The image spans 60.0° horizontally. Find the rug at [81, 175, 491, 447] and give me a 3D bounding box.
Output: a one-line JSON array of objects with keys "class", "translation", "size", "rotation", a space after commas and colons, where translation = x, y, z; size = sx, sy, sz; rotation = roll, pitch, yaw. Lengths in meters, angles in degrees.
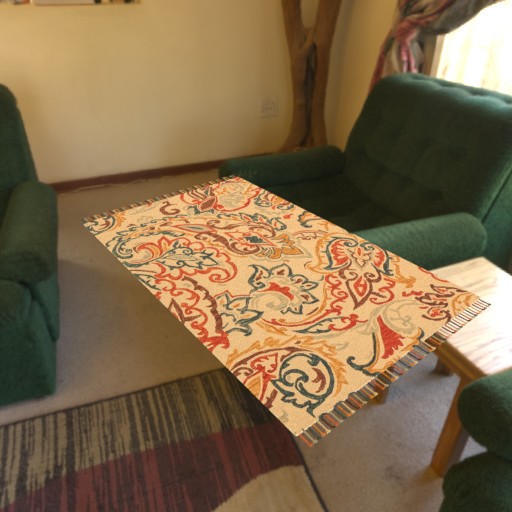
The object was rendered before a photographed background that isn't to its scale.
[{"class": "rug", "translation": [0.000, 0.000, 3.076], "size": [1.523, 0.010, 2.584], "rotation": [-23, 39, -32]}]
